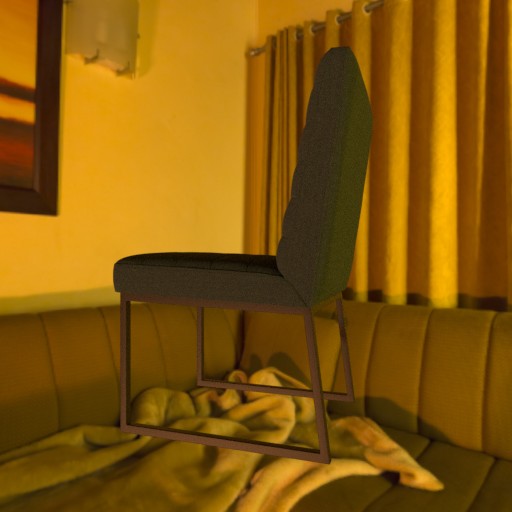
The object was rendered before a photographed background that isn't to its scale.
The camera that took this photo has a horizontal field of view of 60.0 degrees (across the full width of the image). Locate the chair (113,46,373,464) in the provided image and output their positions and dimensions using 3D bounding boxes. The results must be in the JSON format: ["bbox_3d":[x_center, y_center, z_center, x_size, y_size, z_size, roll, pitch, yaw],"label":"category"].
[{"bbox_3d":[0.000,0.000,1.290,0.634,0.930,0.520,0,0,19],"label":"chair"}]
